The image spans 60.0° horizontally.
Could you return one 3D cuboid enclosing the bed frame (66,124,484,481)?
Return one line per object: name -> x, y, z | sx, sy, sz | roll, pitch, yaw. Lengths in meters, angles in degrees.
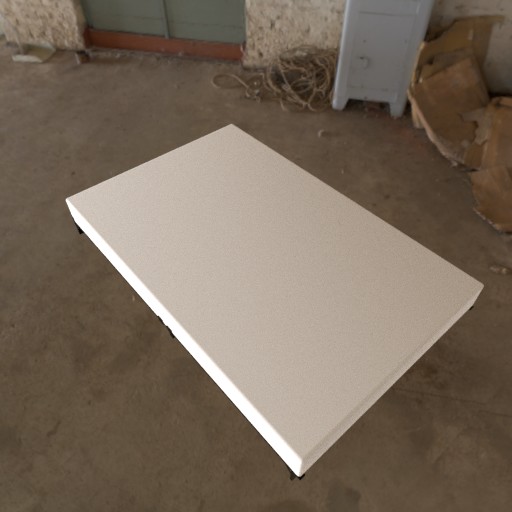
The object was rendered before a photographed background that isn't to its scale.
bed frame -> 0.000, 0.000, 3.769 | 1.930, 0.440, 2.987 | -33, 55, -26
